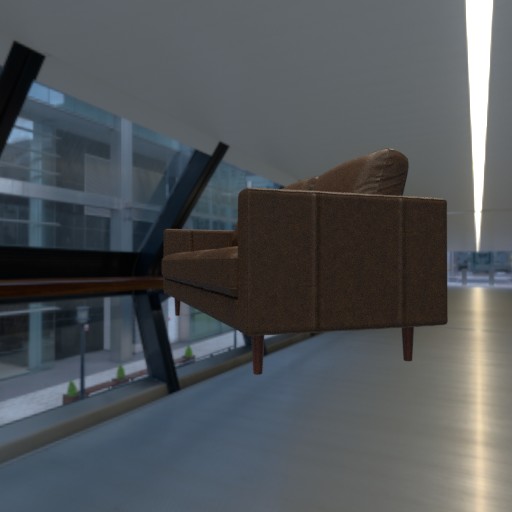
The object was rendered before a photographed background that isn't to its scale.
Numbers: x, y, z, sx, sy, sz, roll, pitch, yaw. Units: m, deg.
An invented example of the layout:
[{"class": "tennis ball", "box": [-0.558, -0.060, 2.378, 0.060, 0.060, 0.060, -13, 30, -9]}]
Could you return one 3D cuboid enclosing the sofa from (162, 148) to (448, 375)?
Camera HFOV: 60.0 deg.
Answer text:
[{"class": "sofa", "box": [0.000, 0.000, 2.728, 0.903, 0.930, 2.231, 0, -1, -19]}]
